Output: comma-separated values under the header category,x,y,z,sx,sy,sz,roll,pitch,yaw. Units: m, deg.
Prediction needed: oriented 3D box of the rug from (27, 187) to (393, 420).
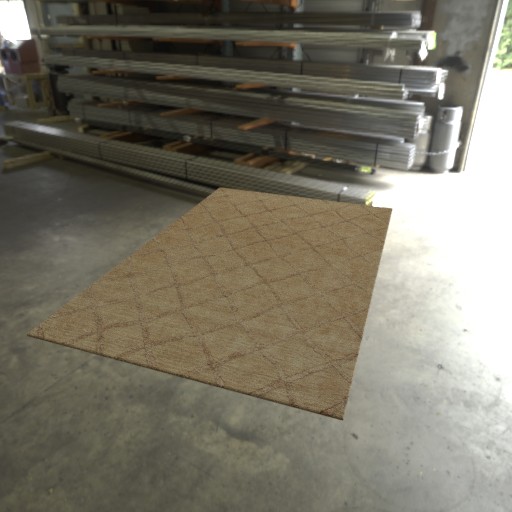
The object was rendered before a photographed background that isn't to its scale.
category,x,y,z,sx,sy,sz,roll,pitch,yaw
rug,0.000,0.000,2.862,1.528,0.014,2.292,9,29,17
